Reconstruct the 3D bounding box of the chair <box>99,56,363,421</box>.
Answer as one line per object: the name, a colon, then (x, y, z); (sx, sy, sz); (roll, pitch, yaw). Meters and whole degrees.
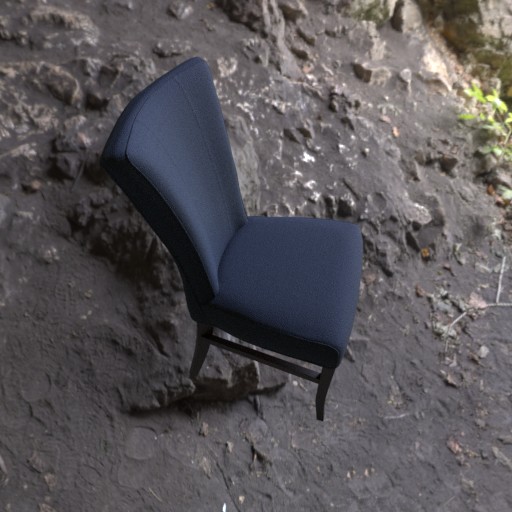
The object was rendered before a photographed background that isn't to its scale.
chair: (0.000, 0.000, 1.380); (0.660, 0.991, 0.520); (11, 48, 10)
